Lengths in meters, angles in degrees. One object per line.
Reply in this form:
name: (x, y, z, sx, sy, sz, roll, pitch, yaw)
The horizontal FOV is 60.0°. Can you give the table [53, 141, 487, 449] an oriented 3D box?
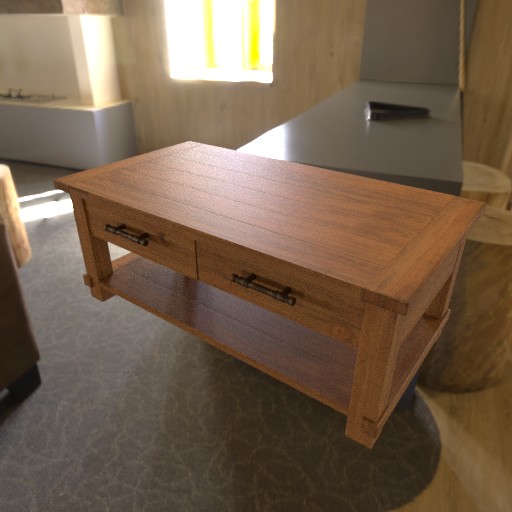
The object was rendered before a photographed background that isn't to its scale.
table: (0.000, 0.000, 1.573, 1.270, 0.494, 0.693, 20, 34, 32)
